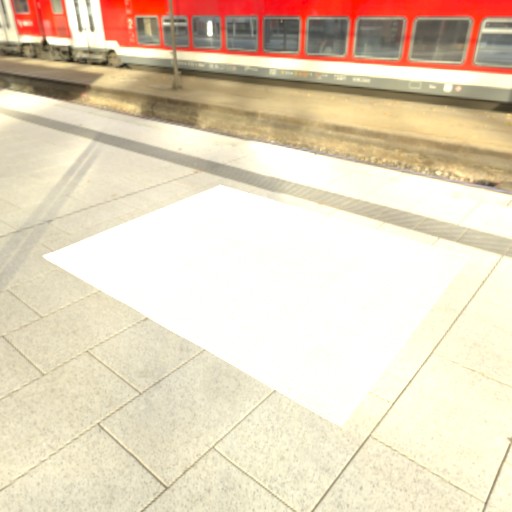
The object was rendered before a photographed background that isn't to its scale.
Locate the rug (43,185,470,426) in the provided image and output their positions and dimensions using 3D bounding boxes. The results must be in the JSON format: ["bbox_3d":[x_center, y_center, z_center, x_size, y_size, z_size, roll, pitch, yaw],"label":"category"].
[{"bbox_3d":[0.000,0.000,3.811,2.897,0.035,2.277,21,35,33],"label":"rug"}]
